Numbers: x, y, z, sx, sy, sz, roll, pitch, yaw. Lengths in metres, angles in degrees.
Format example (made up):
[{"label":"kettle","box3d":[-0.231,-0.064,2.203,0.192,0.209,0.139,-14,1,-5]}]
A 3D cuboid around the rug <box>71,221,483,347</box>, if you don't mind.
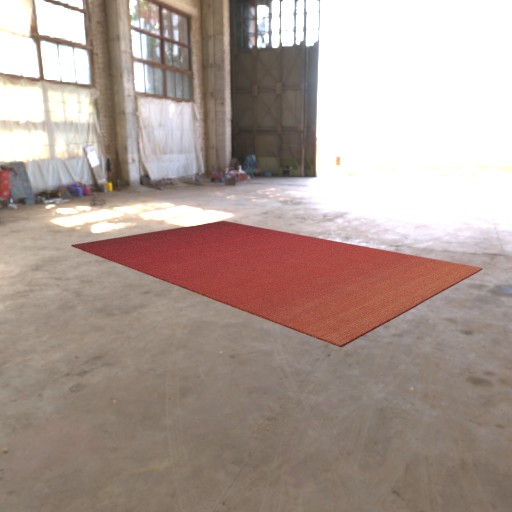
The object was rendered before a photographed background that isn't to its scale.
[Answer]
[{"label":"rug","box3d":[0.000,0.000,3.045,2.442,0.010,1.531,14,20,43]}]
